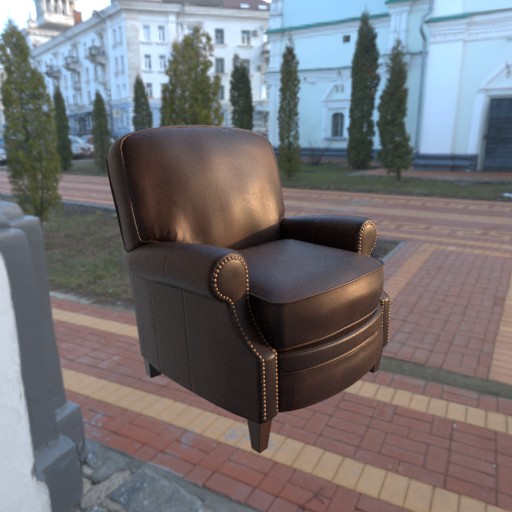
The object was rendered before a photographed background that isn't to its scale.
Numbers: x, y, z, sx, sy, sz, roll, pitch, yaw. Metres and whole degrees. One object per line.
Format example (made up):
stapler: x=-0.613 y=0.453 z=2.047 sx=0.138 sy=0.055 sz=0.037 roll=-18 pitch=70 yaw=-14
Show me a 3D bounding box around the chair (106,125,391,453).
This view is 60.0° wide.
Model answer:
chair: x=0.000 y=0.000 z=1.778 sx=0.986 sy=1.018 sz=0.936 roll=14 pitch=21 yaw=43
